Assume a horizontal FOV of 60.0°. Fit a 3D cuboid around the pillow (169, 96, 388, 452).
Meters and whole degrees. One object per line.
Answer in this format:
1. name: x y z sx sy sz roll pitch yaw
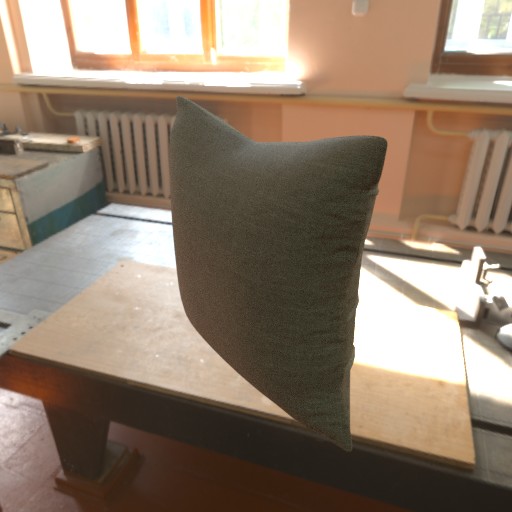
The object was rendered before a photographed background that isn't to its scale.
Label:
1. pillow: 0.000 0.000 0.635 0.169 0.400 0.424 -18 31 -32
